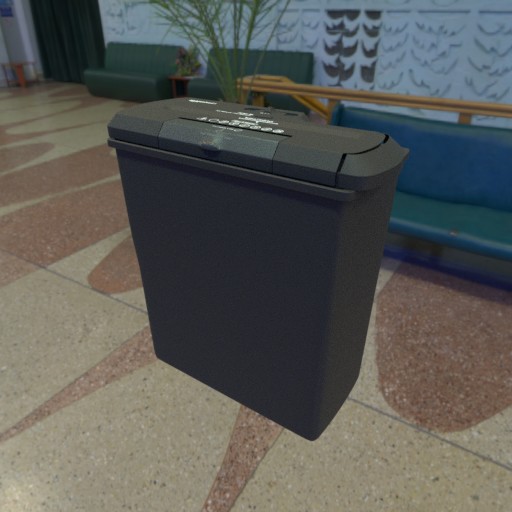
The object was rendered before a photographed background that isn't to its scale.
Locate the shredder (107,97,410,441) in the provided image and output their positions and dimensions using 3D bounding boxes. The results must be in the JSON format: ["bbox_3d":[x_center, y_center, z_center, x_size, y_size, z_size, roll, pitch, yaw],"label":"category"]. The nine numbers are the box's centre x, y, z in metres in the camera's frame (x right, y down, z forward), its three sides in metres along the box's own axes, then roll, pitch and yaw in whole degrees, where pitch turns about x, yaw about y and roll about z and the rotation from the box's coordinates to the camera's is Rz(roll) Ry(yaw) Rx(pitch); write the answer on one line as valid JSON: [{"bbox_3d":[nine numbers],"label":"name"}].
[{"bbox_3d":[0.000,0.000,0.532,0.320,0.335,0.170,19,34,30],"label":"shredder"}]
